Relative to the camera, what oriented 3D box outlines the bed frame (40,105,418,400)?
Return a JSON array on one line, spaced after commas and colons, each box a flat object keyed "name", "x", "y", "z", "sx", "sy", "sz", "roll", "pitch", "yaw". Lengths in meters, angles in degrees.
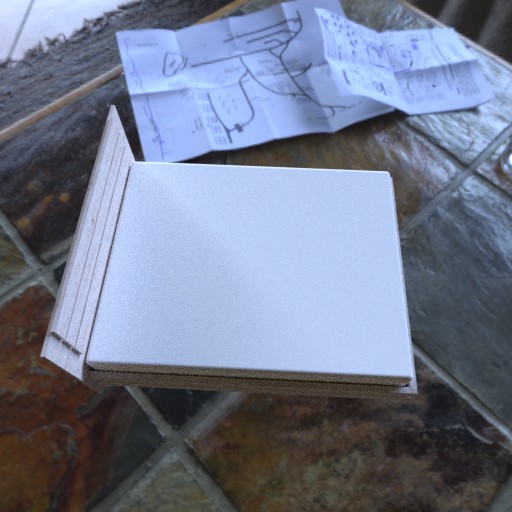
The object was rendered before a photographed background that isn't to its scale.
[{"name": "bed frame", "x": 0.000, "y": 0.000, "z": 3.022, "sx": 2.080, "sy": 0.970, "sz": 1.750, "roll": 3, "pitch": 62, "yaw": 1}]
